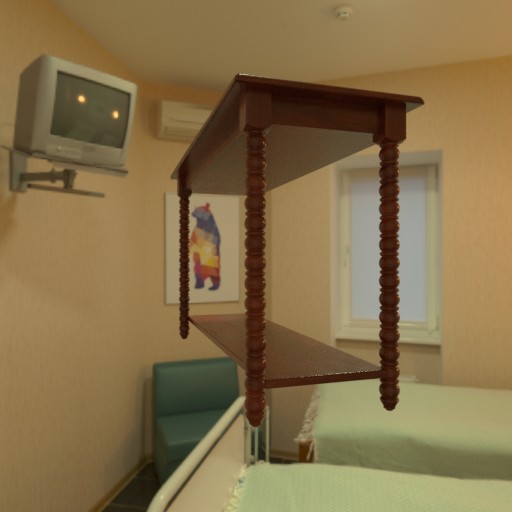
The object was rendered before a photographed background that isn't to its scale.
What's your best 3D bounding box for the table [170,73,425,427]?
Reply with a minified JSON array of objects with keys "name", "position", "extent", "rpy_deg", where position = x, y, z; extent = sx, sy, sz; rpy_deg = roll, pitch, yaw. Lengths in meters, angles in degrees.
[{"name":"table","position":[0.000,0.000,1.523],"extent":[0.459,0.740,1.184],"rpy_deg":[0,0,-17]}]
